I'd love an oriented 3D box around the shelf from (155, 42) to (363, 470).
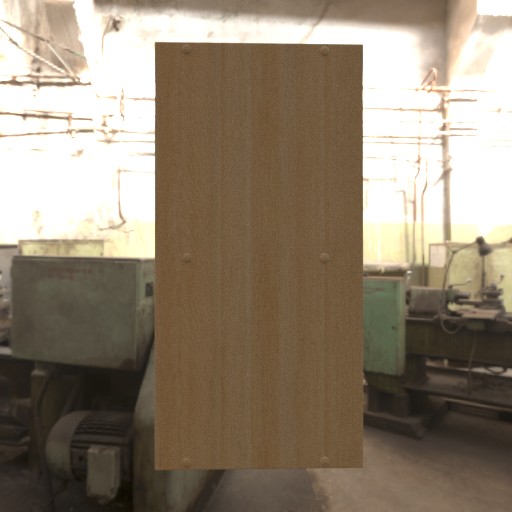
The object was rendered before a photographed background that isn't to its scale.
[{"bbox_3d":[0.000,0.000,0.820,0.290,0.592,0.414,0,0,-1],"label":"shelf"}]
